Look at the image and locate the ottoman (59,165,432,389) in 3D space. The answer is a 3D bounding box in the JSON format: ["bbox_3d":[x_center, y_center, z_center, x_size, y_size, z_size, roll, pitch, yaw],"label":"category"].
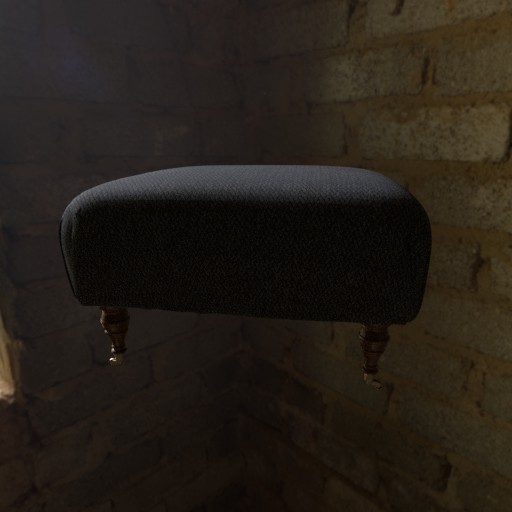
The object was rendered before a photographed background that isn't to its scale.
[{"bbox_3d":[0.000,0.000,1.132,0.747,0.450,0.622,2,15,9],"label":"ottoman"}]
